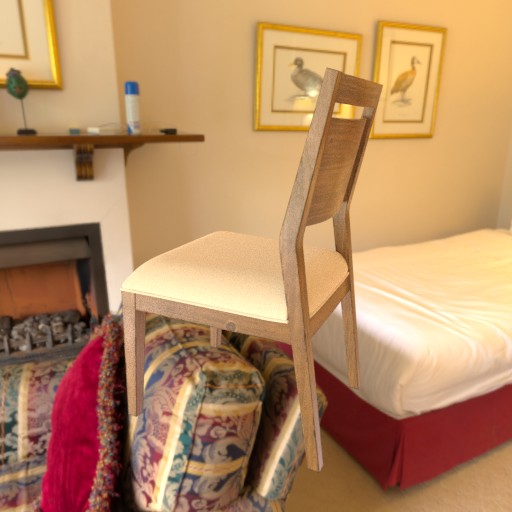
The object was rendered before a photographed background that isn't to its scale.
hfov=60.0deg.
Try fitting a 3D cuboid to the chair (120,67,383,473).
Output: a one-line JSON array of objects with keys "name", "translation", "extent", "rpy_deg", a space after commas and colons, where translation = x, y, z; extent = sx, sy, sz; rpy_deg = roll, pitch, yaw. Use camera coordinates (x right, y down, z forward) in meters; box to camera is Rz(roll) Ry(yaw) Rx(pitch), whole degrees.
[{"name": "chair", "translation": [0.000, 0.000, 1.270], "extent": [0.610, 0.939, 0.497], "rpy_deg": [8, 19, 25]}]
